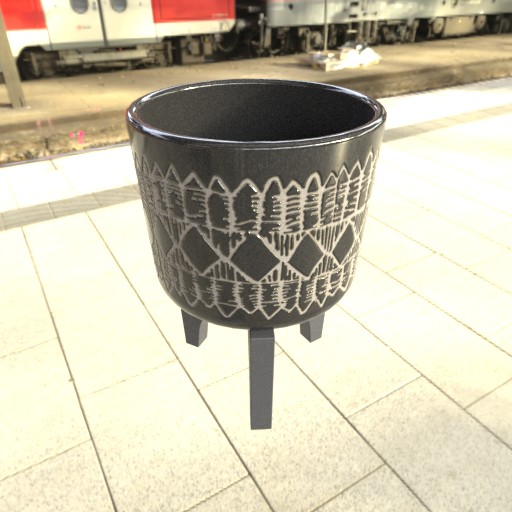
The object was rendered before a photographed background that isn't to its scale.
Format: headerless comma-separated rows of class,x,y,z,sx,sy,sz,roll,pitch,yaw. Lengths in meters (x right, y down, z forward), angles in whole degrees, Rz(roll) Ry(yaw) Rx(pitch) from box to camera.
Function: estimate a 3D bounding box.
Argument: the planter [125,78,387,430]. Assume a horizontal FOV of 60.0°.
planter,0.000,0.000,0.529,0.251,0.355,0.251,-19,37,-28
